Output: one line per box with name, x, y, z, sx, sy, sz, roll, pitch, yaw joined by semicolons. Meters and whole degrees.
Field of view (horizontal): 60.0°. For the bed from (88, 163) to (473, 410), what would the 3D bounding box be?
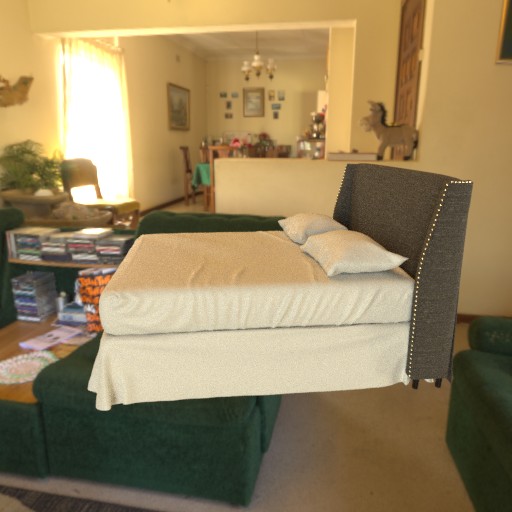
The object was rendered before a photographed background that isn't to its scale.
bed;0.000;0.000;3.430;2.276;1.332;1.925;-2;15;-6
